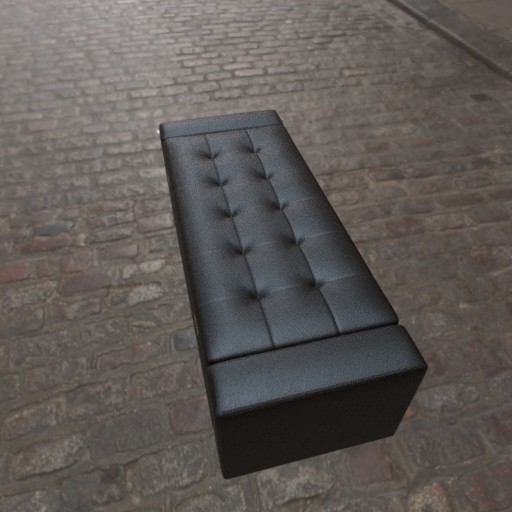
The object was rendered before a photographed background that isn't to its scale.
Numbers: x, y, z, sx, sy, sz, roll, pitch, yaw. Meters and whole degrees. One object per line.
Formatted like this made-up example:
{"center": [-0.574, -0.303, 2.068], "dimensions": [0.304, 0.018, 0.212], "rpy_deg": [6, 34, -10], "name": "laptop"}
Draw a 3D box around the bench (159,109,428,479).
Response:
{"center": [0.000, 0.000, 1.555], "dimensions": [0.508, 0.445, 1.296], "rpy_deg": [-10, 46, -10], "name": "bench"}
